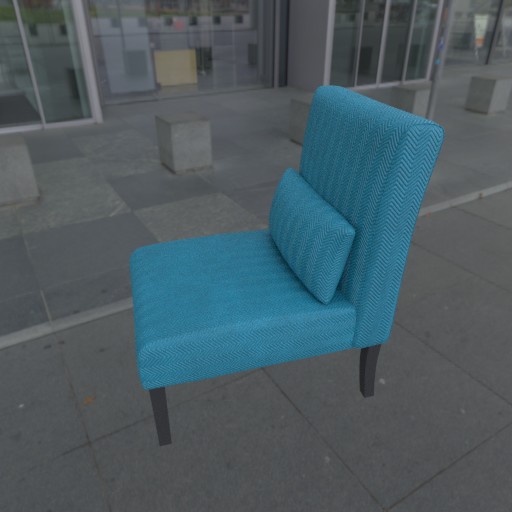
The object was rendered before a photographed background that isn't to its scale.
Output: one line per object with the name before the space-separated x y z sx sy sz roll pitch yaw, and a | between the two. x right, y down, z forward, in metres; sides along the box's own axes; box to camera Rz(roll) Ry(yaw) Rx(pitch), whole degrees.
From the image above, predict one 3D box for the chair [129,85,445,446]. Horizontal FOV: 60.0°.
chair | 0.000 0.000 1.425 0.808 0.927 0.579 -8 31 -14
